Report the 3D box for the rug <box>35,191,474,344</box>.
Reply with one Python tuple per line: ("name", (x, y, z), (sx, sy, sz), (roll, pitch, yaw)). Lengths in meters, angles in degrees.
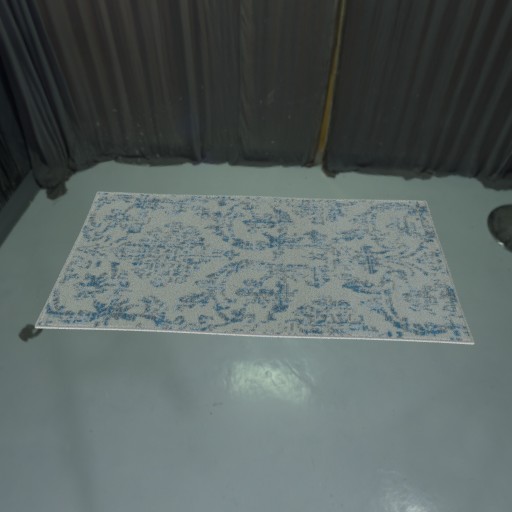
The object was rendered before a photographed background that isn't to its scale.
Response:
("rug", (0.000, 0.000, 1.431), (1.220, 0.007, 0.605), (2, 47, 2))
